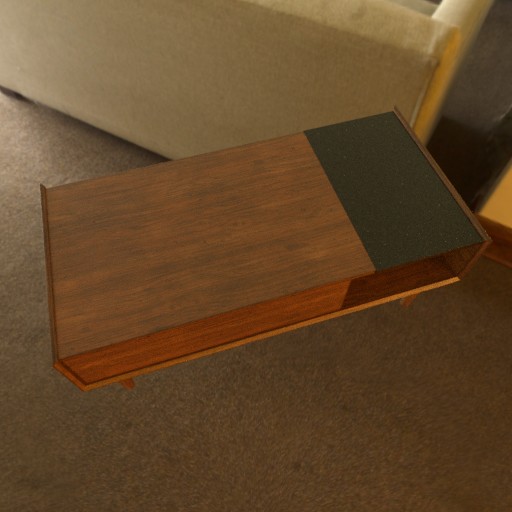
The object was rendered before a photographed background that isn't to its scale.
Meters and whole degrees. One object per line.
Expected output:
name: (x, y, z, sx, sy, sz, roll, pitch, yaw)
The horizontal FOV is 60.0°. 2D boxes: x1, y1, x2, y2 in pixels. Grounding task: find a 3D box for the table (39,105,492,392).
table: (0.000, 0.000, 1.535, 1.221, 0.508, 0.610, -15, 59, -9)
